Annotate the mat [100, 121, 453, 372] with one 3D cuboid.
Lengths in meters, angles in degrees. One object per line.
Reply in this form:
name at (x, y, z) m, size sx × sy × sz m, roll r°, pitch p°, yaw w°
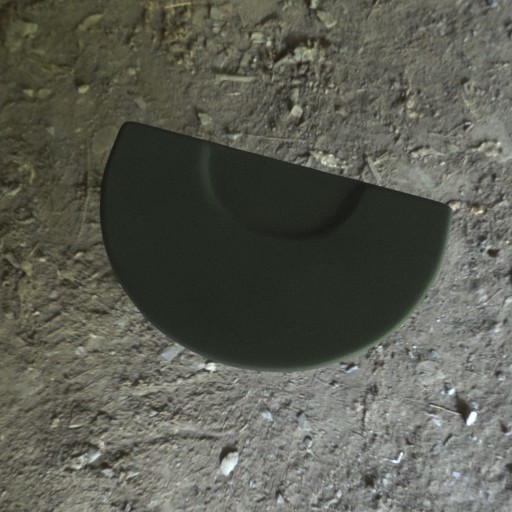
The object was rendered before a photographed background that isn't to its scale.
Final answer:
mat at (0.000, 0.000, 1.853) m, size 1.525 × 0.022 × 0.917 m, roll 16°, pitch 75°, yaw 4°
